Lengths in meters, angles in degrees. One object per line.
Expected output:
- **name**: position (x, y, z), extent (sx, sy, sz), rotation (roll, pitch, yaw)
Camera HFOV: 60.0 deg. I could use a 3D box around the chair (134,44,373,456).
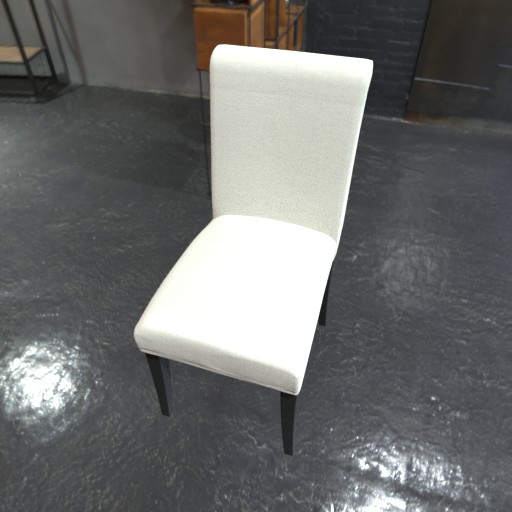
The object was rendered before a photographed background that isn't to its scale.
- **chair**: position (0.000, 0.000, 1.322), extent (0.452, 0.976, 0.708), rotation (12, 43, 13)
